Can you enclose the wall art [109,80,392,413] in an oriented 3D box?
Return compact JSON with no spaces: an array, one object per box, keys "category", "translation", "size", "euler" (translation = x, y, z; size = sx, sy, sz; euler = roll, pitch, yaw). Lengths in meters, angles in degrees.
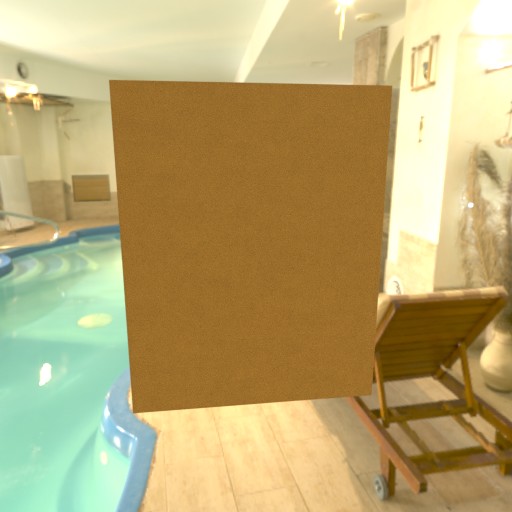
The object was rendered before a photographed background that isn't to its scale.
[{"category":"wall art","translation":[0.000,0.000,1.368],"size":[0.798,1.002,0.030],"euler":[-2,14,-8]}]
